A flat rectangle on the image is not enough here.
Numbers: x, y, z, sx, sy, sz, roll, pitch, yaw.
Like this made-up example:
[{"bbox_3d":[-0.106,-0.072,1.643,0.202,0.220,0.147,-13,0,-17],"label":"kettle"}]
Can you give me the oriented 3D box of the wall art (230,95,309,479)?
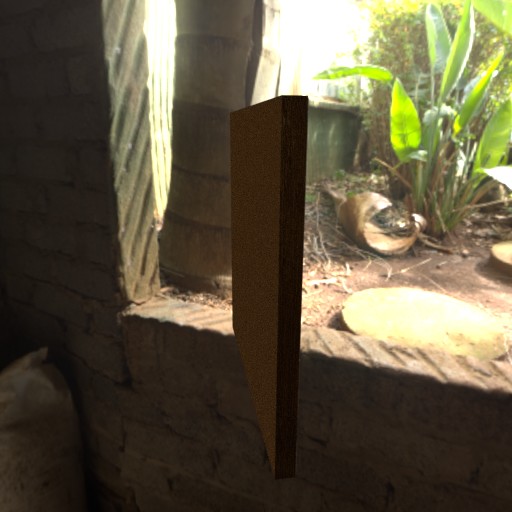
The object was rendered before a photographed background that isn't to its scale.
[{"bbox_3d":[0.000,0.000,0.945,0.042,0.608,0.611,-3,16,-9],"label":"wall art"}]
